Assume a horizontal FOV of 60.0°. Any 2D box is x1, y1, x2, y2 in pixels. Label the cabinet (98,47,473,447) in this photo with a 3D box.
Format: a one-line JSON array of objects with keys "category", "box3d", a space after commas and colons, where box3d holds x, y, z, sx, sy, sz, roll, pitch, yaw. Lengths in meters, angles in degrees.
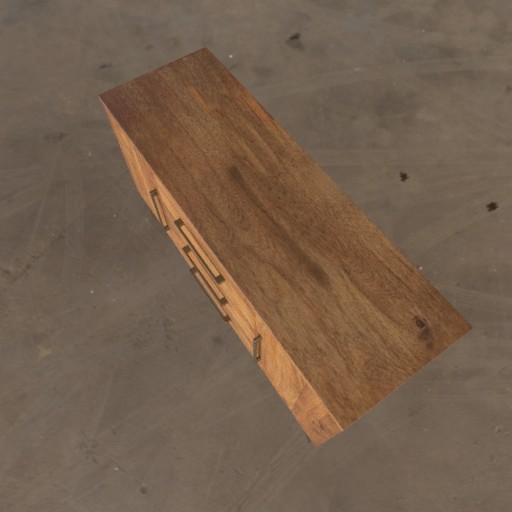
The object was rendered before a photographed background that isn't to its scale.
[{"category": "cabinet", "box3d": [0.000, 0.000, 1.754, 0.480, 0.812, 1.373, -32, 67, -15]}]
